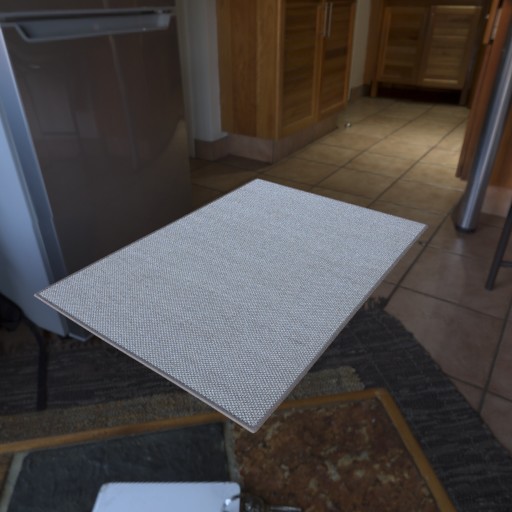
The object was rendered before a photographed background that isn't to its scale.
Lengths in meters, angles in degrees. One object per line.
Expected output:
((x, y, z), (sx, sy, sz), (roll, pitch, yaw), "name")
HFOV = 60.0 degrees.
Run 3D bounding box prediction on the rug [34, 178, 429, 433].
((0.000, 0.000, 2.798), (1.517, 0.013, 2.115), (21, 37, 30), "rug")
